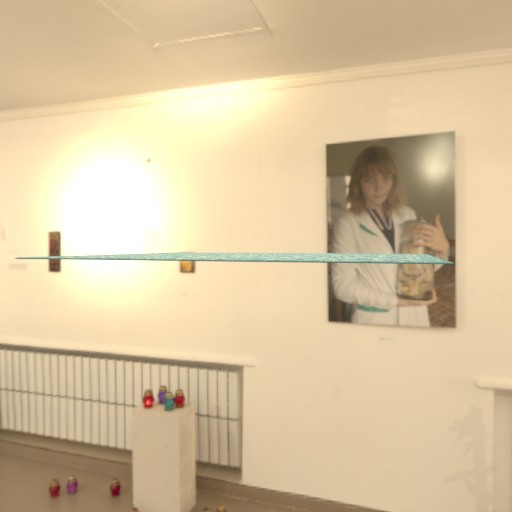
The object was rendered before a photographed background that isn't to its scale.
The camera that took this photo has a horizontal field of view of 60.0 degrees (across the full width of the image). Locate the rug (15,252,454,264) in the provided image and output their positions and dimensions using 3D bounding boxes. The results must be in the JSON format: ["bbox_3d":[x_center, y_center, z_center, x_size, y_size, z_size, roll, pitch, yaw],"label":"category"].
[{"bbox_3d":[0.000,0.000,3.934,2.980,0.012,2.363,0,1,18],"label":"rug"}]
